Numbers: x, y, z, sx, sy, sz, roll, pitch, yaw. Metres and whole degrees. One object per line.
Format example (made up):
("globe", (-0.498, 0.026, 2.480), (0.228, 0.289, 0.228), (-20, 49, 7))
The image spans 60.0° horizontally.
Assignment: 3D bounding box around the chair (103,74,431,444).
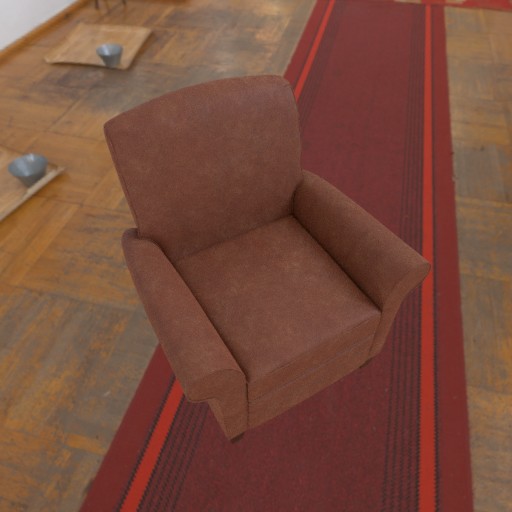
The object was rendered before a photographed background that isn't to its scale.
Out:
("chair", (0.000, 0.000, 1.752), (0.978, 1.061, 0.902), (-23, 51, -20))
